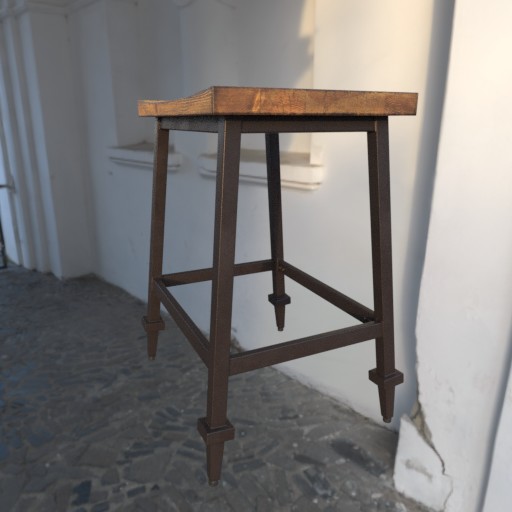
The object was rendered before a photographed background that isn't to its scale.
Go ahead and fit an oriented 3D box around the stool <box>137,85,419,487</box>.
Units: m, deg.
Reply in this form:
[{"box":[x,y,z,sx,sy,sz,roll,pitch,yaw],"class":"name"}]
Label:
[{"box":[0.000,0.000,0.924,0.405,0.625,0.486,-8,19,-24],"class":"stool"}]
